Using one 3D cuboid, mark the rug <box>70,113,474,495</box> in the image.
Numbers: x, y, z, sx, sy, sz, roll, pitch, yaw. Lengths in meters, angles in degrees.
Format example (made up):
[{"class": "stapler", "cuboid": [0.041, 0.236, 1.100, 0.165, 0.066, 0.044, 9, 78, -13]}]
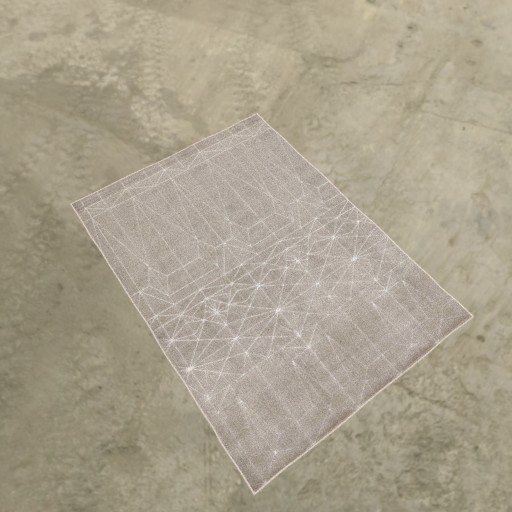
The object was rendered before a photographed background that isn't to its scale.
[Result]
[{"class": "rug", "cuboid": [0.000, 0.000, 4.345, 2.449, 0.019, 3.357, -31, 63, -18]}]
